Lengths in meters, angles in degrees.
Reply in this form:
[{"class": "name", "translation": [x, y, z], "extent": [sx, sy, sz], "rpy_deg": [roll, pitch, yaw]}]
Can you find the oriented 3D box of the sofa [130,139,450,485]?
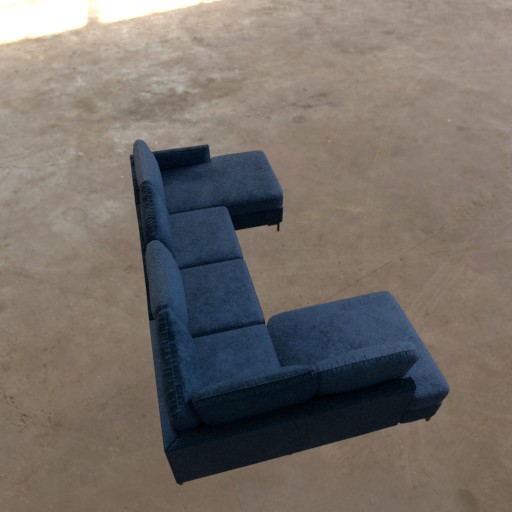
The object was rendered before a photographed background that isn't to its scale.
[{"class": "sofa", "translation": [0.000, 0.000, 4.190], "extent": [2.055, 0.992, 3.434], "rpy_deg": [-11, 47, -10]}]
